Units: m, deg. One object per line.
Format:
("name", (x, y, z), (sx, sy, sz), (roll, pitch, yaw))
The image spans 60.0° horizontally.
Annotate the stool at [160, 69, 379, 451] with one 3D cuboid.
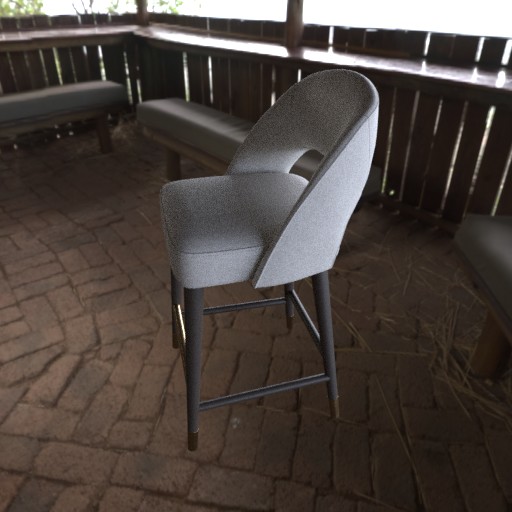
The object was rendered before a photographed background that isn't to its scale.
("stool", (0.000, 0.000, 1.236), (0.509, 0.940, 0.494), (-8, 32, -13))
